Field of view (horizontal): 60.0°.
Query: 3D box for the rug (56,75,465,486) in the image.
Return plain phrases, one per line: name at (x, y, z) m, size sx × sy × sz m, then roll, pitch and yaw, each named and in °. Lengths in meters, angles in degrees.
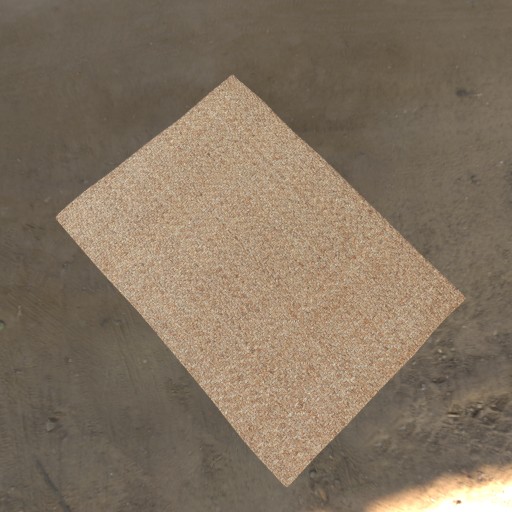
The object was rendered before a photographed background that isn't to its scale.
rug at (0.000, 0.000, 2.753) m, size 1.566 × 0.013 × 2.141 m, roll -42°, pitch 79°, yaw -10°
